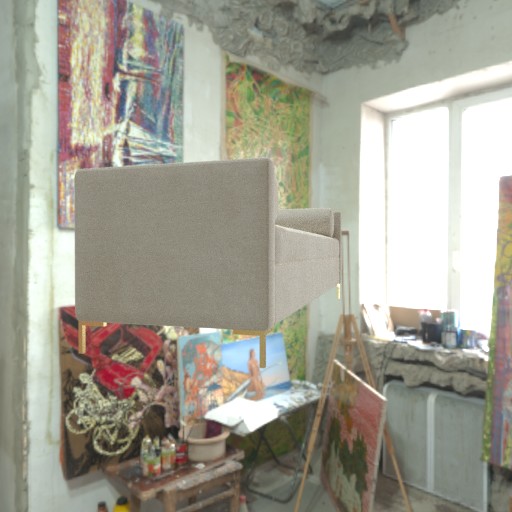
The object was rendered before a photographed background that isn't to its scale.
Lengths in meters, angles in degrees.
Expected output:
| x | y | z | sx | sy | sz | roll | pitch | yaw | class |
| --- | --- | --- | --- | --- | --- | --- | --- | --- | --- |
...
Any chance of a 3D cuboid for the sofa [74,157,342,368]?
| x | y | z | sx | sy | sz | roll | pitch | yaw | class |
| --- | --- | --- | --- | --- | --- | --- | --- | --- | --- |
| 0.000 | 0.000 | 2.335 | 0.686 | 0.635 | 1.981 | 0 | 1 | 17 | sofa |
